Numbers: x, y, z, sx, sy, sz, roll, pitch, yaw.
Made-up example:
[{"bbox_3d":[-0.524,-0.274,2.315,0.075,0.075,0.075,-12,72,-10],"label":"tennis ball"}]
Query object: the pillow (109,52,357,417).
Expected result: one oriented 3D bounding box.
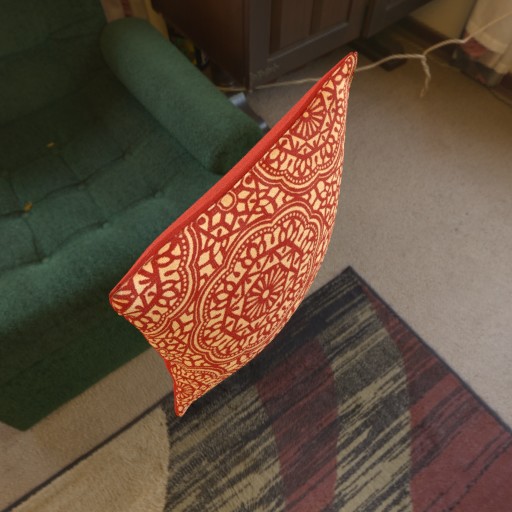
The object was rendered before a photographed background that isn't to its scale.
[{"bbox_3d":[0.000,0.000,0.646,0.162,0.419,0.438,31,62,18],"label":"pillow"}]
